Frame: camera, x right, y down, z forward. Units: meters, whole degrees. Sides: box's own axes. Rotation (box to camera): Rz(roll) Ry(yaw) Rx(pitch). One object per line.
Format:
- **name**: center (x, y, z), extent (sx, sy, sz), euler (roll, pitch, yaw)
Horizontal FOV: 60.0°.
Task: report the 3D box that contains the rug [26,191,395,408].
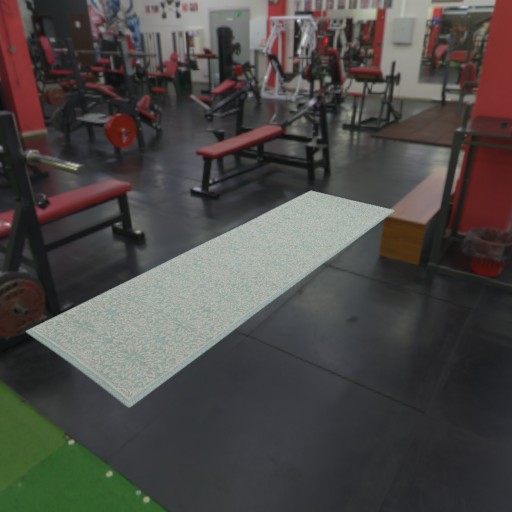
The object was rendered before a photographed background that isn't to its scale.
- **rug**: center (0.000, 0.000, 2.385), extent (0.662, 0.011, 2.196), euler (20, 33, 33)
